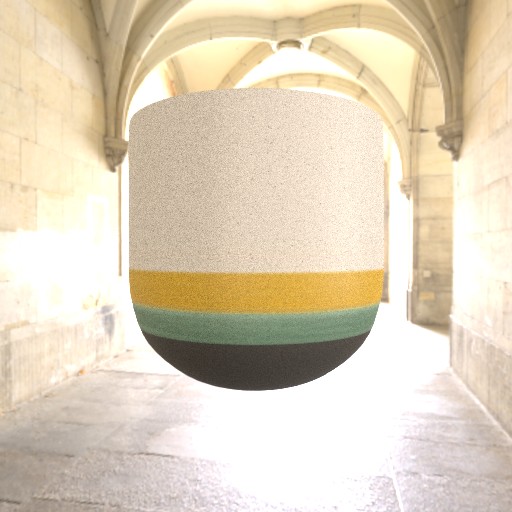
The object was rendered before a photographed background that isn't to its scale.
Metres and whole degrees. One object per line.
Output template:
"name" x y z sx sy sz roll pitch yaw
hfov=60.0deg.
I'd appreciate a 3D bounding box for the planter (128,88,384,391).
"planter" 0.000 0.000 0.484 0.268 0.270 0.268 0 1 0
